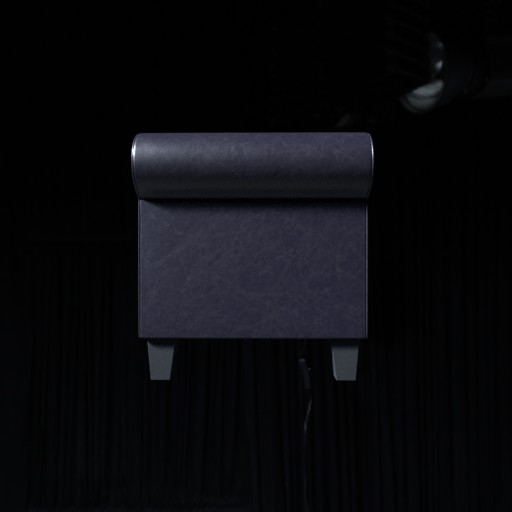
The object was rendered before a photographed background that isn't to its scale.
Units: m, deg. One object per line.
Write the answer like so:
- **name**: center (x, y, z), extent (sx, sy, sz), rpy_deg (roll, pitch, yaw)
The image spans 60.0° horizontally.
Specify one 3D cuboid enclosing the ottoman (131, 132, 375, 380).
- **ottoman**: center (0.000, 0.000, 1.540), extent (0.521, 0.547, 1.256), rpy_deg (0, 0, 1)
